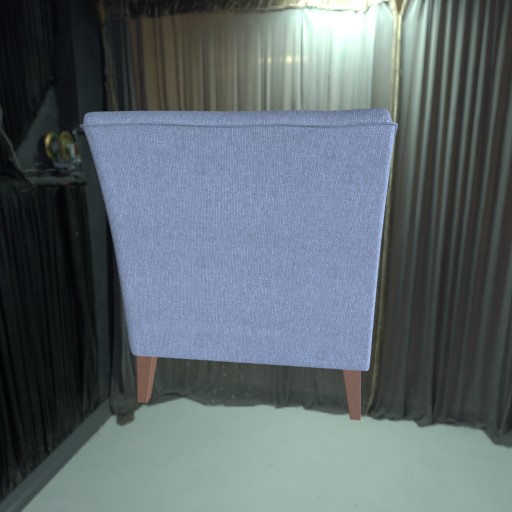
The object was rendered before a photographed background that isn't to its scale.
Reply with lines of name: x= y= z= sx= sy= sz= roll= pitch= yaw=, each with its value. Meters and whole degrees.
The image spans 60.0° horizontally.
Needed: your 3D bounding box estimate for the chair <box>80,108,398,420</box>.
chair: x=0.000 y=0.000 z=1.568 sx=0.780 sy=0.919 sz=0.899 roll=2 pitch=14 yaw=8
